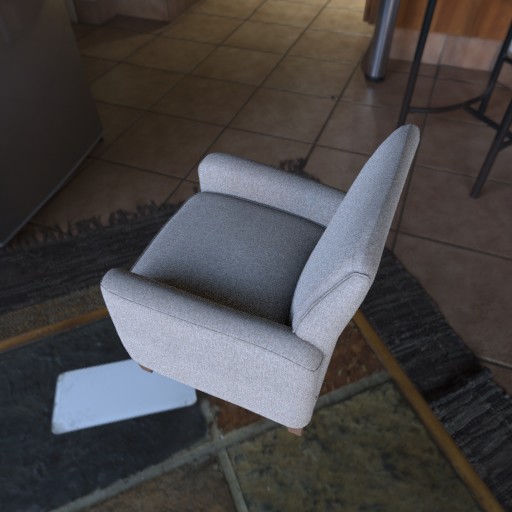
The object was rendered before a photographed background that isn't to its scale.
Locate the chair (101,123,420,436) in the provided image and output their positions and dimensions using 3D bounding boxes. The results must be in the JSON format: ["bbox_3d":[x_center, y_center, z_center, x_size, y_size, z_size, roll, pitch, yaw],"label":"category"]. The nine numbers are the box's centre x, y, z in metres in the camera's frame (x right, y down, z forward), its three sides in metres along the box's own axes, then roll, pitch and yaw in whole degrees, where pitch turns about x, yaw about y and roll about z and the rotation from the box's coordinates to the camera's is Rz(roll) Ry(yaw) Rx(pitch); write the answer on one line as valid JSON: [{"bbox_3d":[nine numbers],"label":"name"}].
[{"bbox_3d":[0.000,0.000,1.648,0.864,1.014,0.848,18,50,15],"label":"chair"}]
